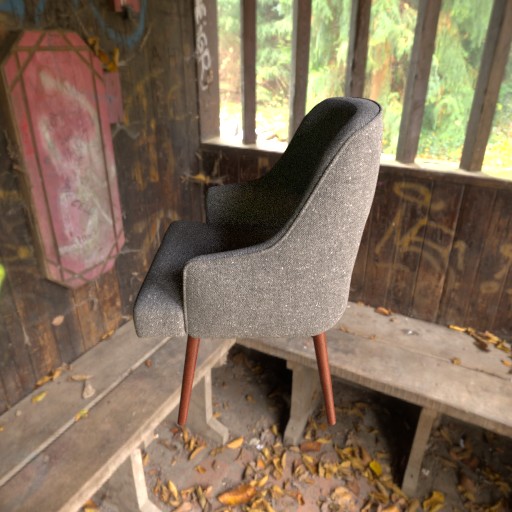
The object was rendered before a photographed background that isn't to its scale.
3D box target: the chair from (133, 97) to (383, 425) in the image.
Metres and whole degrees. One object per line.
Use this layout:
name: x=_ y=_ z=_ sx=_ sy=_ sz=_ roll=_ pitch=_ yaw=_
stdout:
chair: x=0.000 y=0.000 z=1.318 sx=0.629 sy=0.875 sz=0.608 roll=0 pitch=26 yaw=0
